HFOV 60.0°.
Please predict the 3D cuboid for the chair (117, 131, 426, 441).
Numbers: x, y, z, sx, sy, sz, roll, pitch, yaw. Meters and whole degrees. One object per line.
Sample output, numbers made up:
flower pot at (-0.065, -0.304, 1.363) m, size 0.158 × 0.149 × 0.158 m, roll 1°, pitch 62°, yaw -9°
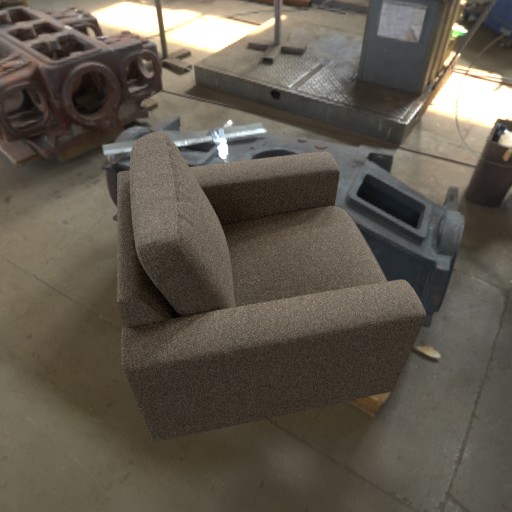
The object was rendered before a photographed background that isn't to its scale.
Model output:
chair at (0.000, 0.000, 1.795) m, size 1.016 × 0.873 × 1.005 m, roll -9°, pitch 46°, yaw -9°
